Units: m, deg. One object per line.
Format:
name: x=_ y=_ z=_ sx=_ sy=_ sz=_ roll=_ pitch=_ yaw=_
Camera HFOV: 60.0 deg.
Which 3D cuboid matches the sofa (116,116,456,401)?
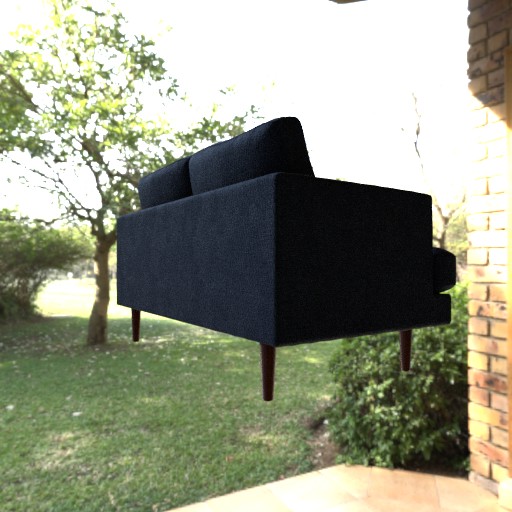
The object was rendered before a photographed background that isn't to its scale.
sofa: x=0.000 y=0.000 z=2.160 sx=0.903 sy=0.944 sz=1.582 roll=1 pitch=-1 yaw=-34
